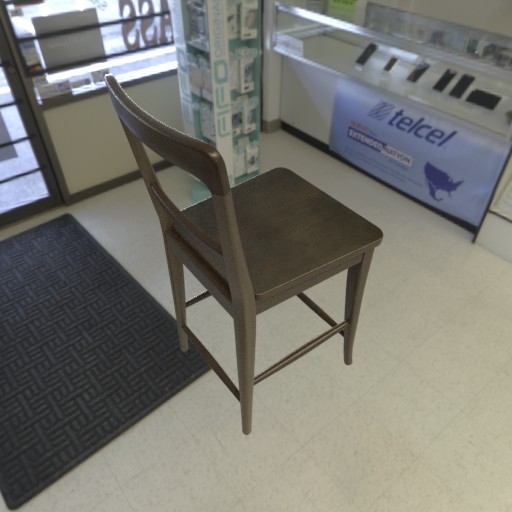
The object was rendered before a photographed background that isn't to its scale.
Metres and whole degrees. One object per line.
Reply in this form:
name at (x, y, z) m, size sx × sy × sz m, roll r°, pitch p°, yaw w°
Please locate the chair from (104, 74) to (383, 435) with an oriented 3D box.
chair at (0.000, 0.000, 1.244) m, size 0.546 × 0.991 × 0.450 m, roll -26°, pitch 48°, yaw -26°
